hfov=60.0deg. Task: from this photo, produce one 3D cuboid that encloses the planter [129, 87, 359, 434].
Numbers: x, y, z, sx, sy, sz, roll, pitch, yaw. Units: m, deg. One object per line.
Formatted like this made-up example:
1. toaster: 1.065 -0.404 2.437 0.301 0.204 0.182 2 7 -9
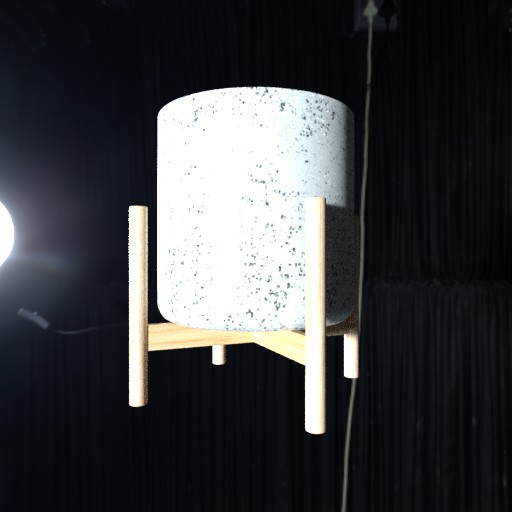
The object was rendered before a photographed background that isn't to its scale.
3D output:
1. planter: 0.000 0.000 0.700 0.360 0.419 0.360 0 0 -1
